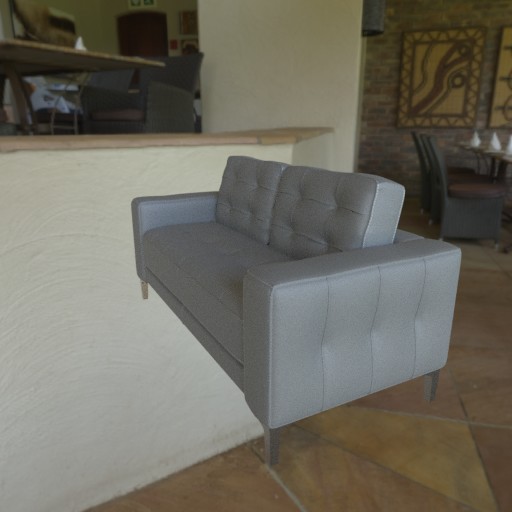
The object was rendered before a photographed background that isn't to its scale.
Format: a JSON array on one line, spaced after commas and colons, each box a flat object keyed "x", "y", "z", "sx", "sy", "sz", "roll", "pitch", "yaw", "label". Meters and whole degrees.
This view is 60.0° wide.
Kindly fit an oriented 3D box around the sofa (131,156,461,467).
[{"x": 0.000, "y": 0.000, "z": 2.190, "sx": 0.833, "sy": 0.893, "sz": 1.726, "roll": -9, "pitch": 19, "yaw": -27, "label": "sofa"}]
